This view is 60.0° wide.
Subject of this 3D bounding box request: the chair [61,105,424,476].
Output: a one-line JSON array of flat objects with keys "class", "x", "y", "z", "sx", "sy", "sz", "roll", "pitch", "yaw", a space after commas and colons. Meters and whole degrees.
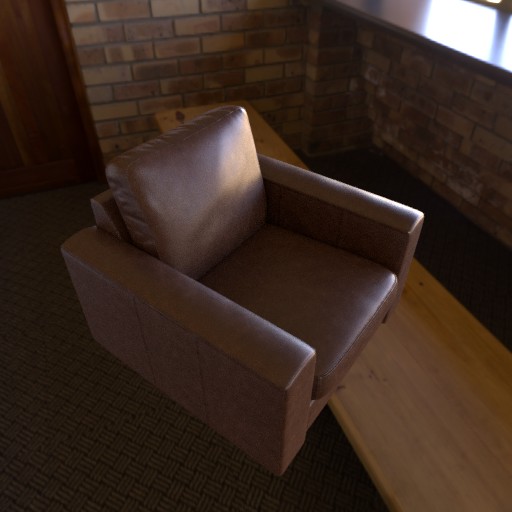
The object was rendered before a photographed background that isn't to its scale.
[{"class": "chair", "x": 0.000, "y": 0.000, "z": 1.736, "sx": 1.016, "sy": 0.873, "sz": 1.005, "roll": 26, "pitch": 47, "yaw": 27}]
